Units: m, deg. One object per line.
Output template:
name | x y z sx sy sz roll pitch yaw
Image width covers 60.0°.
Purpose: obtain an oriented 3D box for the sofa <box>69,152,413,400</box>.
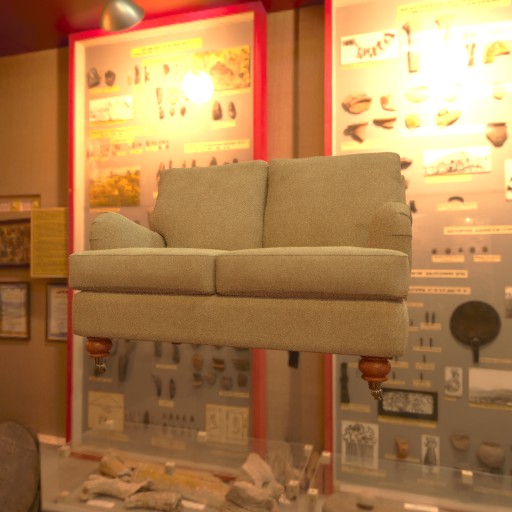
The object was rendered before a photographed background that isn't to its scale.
sofa | 0.000 0.000 2.249 1.498 1.087 1.086 0 0 19
